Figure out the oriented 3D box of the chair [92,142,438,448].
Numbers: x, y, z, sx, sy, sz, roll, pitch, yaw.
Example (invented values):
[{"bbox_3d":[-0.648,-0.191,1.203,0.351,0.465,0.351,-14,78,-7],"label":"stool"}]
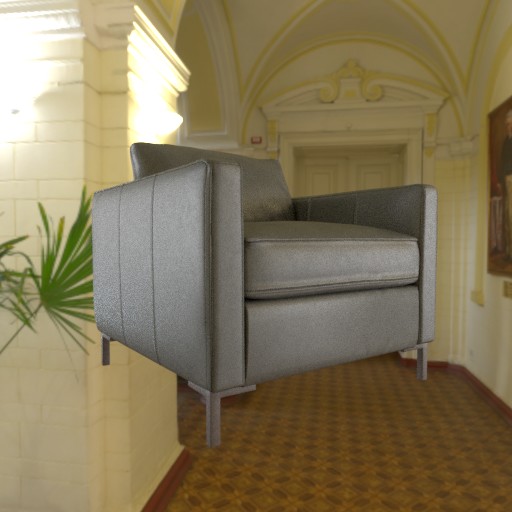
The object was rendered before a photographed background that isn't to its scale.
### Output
[{"bbox_3d":[0.000,0.000,1.481,0.967,0.824,0.861,-2,3,-36],"label":"chair"}]
